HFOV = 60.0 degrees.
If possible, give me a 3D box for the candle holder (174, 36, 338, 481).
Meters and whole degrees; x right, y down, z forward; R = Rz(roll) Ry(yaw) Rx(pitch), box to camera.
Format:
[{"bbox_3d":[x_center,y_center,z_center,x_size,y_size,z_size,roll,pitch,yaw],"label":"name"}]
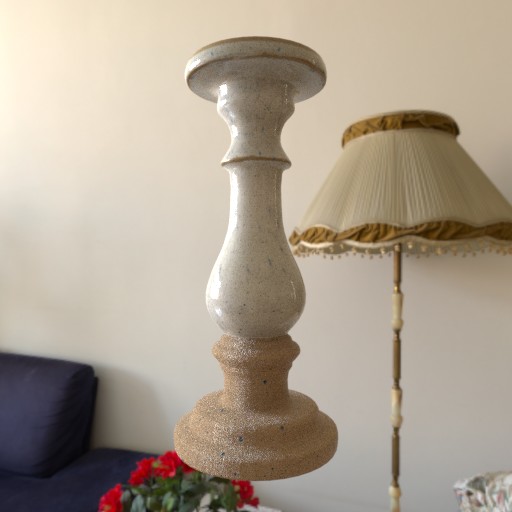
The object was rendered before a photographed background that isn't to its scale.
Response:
[{"bbox_3d":[0.000,0.000,0.240,0.088,0.203,0.088,0,0,0],"label":"candle holder"}]
